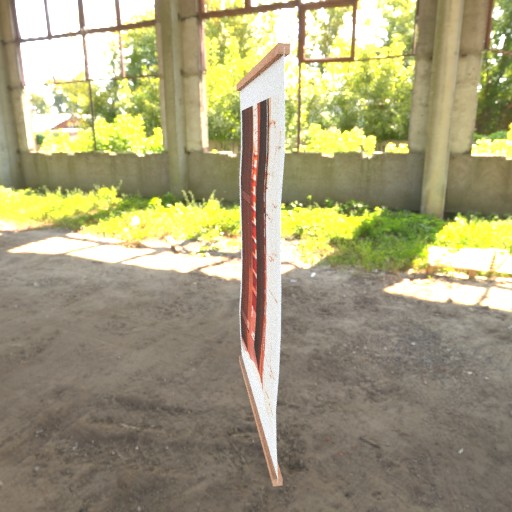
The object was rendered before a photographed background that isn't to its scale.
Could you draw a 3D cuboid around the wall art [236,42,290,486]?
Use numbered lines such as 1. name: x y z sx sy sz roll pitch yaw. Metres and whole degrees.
1. wall art: 0.000 0.000 0.648 0.012 0.508 0.332 -2 15 -9
